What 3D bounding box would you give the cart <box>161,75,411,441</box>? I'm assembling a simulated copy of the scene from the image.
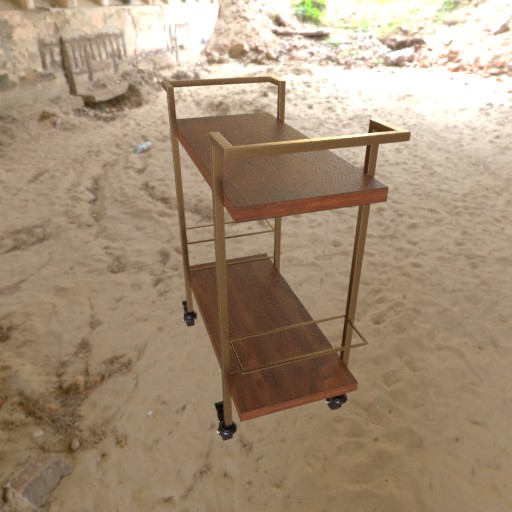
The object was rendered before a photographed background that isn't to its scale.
[{"bbox_3d":[0.000,0.000,1.198,0.364,0.807,0.695,-9,31,-16],"label":"cart"}]
